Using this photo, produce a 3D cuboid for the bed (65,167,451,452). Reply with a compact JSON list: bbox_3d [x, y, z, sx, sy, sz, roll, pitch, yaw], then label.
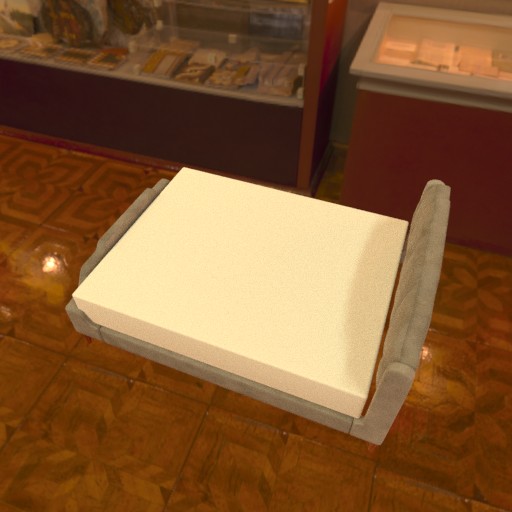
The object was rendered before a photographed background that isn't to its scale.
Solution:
[{"bbox_3d":[0.000,0.000,3.270,2.340,1.245,1.676,16,48,15],"label":"bed"}]
